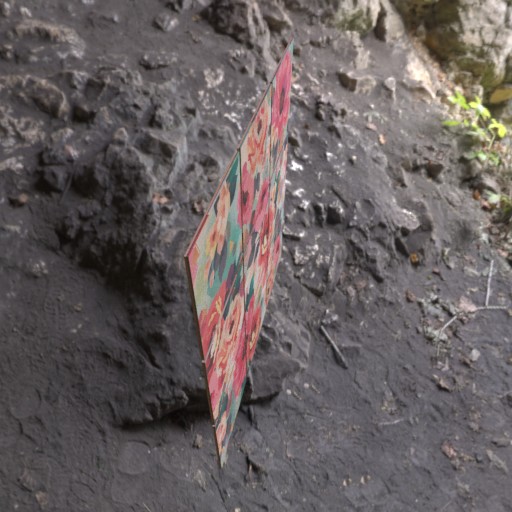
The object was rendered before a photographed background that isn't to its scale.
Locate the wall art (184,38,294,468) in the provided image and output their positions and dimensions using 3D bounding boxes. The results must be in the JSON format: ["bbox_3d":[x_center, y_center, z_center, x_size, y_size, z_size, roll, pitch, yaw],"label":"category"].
[{"bbox_3d":[0.000,0.000,2.181,0.013,1.519,1.521,10,47,9],"label":"wall art"}]
